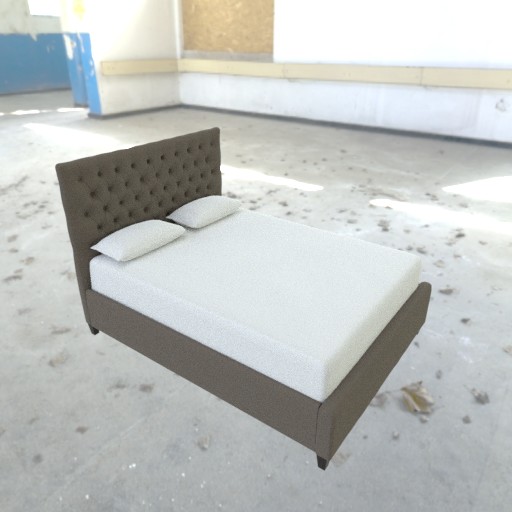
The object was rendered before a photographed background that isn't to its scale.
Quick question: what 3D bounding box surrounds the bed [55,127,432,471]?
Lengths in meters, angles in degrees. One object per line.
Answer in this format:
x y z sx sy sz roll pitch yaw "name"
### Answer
0.000 0.000 3.353 2.233 1.426 1.696 18 32 32 "bed"
